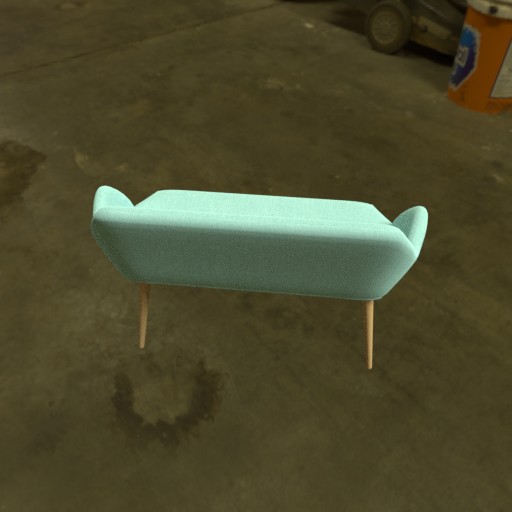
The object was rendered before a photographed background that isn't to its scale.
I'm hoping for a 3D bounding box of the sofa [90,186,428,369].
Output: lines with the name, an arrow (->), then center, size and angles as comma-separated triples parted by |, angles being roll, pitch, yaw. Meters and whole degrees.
sofa -> 0.000, 0.000, 1.644 | 1.150, 0.840, 0.610 | 4, 45, 4
